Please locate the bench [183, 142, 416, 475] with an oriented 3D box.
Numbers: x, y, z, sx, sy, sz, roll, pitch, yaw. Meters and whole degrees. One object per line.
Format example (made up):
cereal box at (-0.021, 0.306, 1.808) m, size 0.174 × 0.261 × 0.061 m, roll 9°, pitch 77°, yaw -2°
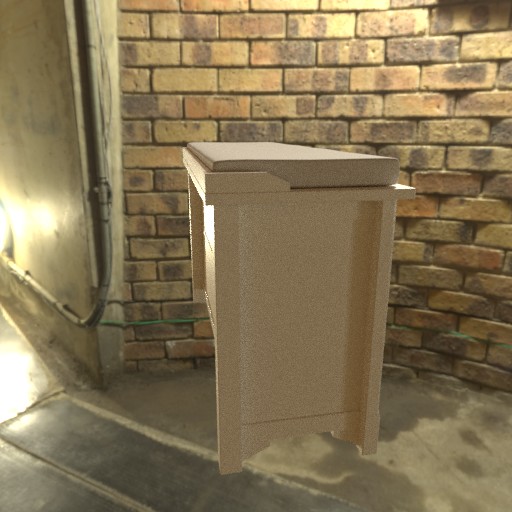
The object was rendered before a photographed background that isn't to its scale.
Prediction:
bench at (0.000, 0.000, 1.230) m, size 0.346 × 0.589 × 0.987 m, roll -3°, pitch 16°, yaw -10°
